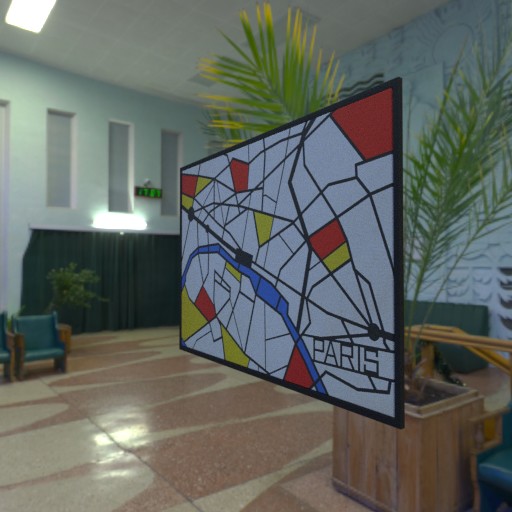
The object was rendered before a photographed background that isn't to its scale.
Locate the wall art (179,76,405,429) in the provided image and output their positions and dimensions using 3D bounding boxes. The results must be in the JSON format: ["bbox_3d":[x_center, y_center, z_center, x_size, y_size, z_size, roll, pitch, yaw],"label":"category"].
[{"bbox_3d":[0.000,0.000,1.233,0.013,0.665,0.963,1,-1,-35],"label":"wall art"}]
